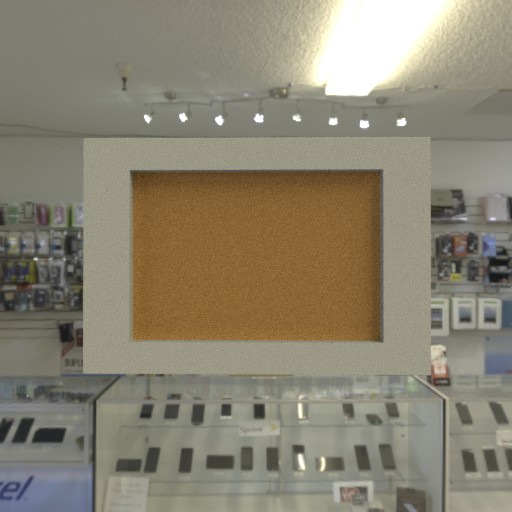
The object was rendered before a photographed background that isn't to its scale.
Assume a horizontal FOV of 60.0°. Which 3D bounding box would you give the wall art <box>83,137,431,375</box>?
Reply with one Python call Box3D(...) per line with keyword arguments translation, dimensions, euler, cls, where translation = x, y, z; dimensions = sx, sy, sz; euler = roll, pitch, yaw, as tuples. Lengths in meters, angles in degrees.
Box3D(translation=(0.000, 0.000, 1.171), dimensions=(0.906, 0.617, 0.033), euler=(0, 0, 1), cls="wall art")
